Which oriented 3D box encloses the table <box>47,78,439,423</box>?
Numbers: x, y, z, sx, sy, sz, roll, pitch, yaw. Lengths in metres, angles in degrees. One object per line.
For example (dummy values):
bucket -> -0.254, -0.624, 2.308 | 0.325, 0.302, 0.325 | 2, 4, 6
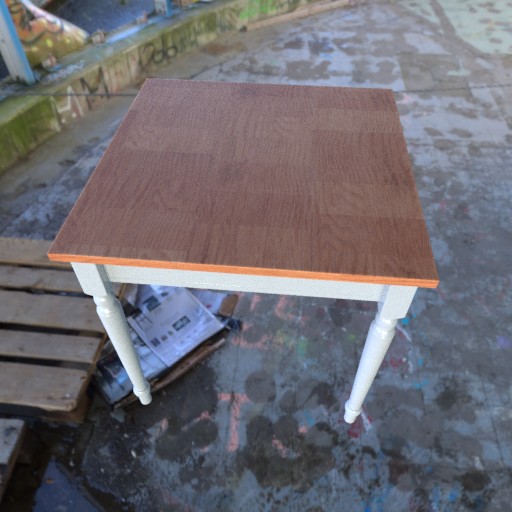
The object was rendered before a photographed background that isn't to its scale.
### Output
table -> 0.000, 0.000, 1.360 | 0.747, 0.738, 0.747 | 4, 47, 4
